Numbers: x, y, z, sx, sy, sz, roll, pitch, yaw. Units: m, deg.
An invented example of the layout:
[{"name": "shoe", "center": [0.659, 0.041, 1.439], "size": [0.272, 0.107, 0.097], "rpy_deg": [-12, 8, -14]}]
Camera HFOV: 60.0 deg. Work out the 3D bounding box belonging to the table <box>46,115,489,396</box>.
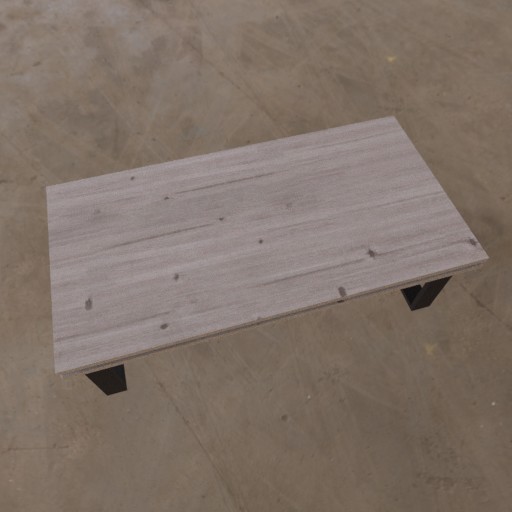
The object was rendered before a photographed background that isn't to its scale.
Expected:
[{"name": "table", "center": [0.000, 0.000, 1.686], "size": [1.350, 0.450, 0.700], "rpy_deg": [-14, 59, -8]}]
